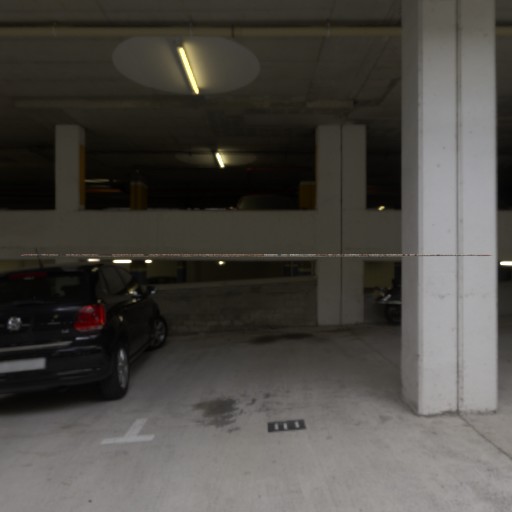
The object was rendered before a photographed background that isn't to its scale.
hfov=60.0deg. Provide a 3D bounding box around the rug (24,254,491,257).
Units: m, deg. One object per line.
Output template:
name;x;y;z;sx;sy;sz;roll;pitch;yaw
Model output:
rug;0.000;0.000;2.382;1.918;0.007;1.268;0;0;0
